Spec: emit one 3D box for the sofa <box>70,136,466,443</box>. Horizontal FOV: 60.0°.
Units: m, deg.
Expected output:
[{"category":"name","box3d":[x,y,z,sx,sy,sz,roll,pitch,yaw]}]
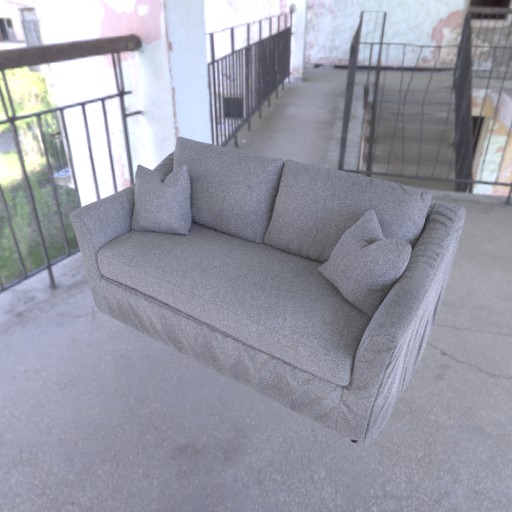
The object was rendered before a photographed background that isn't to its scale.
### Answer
[{"category":"sofa","box3d":[0.000,0.000,2.622,2.010,1.018,1.072,19,35,29]}]
